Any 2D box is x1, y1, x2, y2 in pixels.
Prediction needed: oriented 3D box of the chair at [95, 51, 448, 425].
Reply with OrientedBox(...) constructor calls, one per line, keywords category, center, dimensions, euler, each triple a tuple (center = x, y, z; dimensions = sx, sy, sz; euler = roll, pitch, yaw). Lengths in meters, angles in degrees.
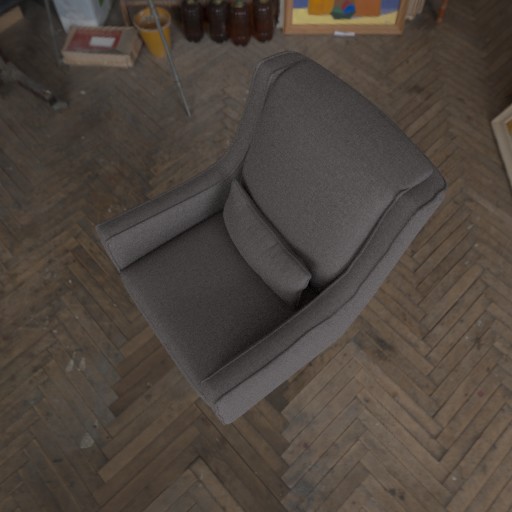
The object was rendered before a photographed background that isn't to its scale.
OrientedBox(category="chair", center=(0.000, 0.000, 1.590), dimensions=(0.879, 0.993, 0.732), euler=(-34, 69, -15))
